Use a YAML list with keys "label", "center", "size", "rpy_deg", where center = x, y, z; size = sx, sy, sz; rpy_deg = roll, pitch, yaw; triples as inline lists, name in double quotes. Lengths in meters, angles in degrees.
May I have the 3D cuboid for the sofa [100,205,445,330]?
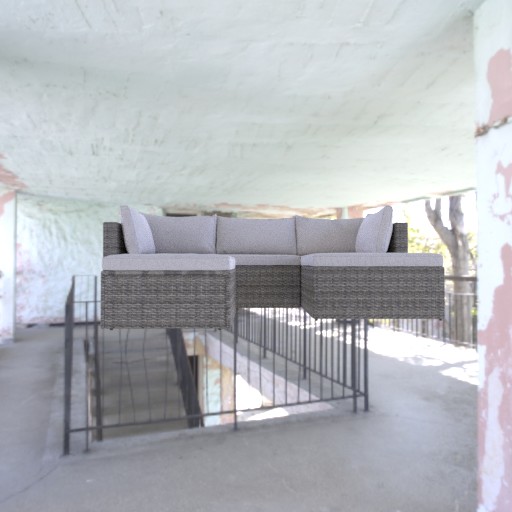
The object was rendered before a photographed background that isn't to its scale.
- label: "sofa"
  center: [0.000, 0.000, 3.045]
  size: [2.192, 0.766, 1.662]
  rpy_deg: [0, -1, 0]
